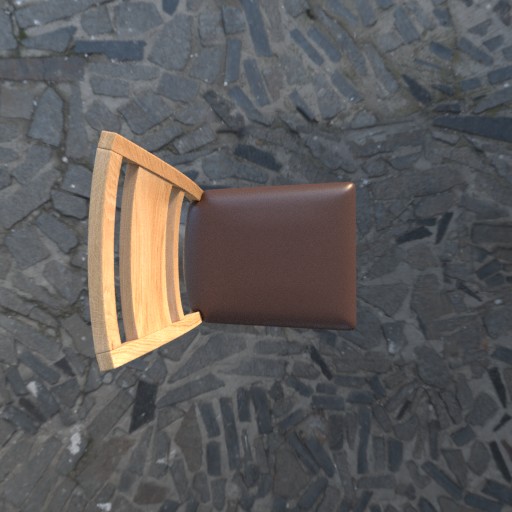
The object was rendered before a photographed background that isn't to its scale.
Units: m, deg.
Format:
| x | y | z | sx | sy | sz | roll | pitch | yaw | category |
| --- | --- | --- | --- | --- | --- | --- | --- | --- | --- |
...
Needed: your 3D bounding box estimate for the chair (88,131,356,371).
| x | y | z | sx | sy | sz | roll | pitch | yaw | category |
| --- | --- | --- | --- | --- | --- | --- | --- | --- | --- |
| 0.000 | 0.000 | 1.193 | 0.545 | 0.940 | 0.420 | 0 | 89 | 1 | chair |
